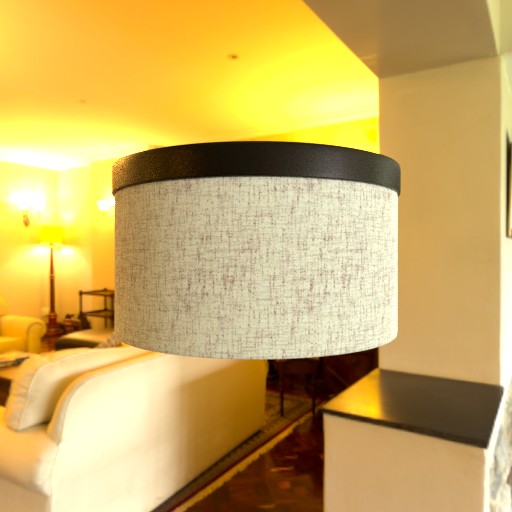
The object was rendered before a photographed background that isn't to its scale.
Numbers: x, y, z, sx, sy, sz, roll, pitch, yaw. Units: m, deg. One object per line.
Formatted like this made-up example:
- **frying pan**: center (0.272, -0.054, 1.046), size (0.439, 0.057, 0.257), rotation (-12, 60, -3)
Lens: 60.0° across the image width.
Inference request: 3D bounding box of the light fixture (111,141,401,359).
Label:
- **light fixture**: center (0.000, 0.000, 0.628), size (0.389, 0.229, 0.389), rotation (0, 0, 0)
